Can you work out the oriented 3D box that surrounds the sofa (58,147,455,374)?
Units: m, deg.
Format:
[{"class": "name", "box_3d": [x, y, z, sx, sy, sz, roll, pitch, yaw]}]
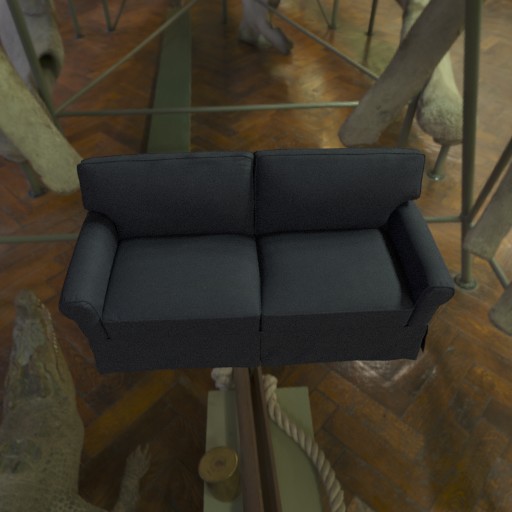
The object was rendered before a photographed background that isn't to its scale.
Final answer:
[{"class": "sofa", "box_3d": [0.000, 0.000, 2.838, 2.256, 1.094, 0.983, -2, 46, -2]}]
